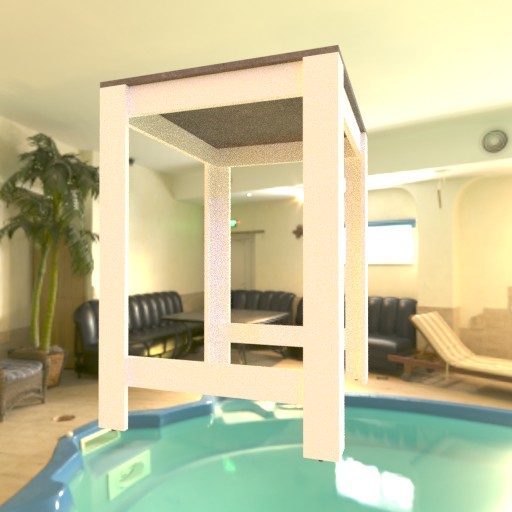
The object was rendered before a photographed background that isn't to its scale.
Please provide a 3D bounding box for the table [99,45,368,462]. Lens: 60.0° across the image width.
[{"bbox_3d":[0.000,0.000,1.567,0.700,1.020,0.800,0,-1,19],"label":"table"}]
